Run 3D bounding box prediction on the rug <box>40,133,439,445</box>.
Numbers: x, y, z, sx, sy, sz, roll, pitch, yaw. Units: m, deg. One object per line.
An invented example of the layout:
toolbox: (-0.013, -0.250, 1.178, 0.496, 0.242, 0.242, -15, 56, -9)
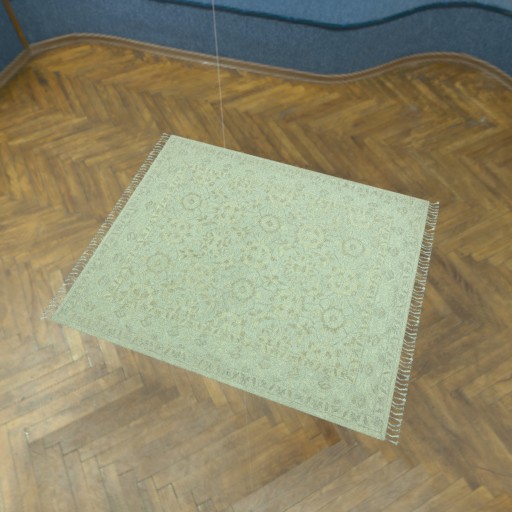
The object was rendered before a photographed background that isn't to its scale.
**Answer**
rug: (0.000, 0.000, 4.097, 3.043, 0.013, 2.444, 17, 59, 10)
